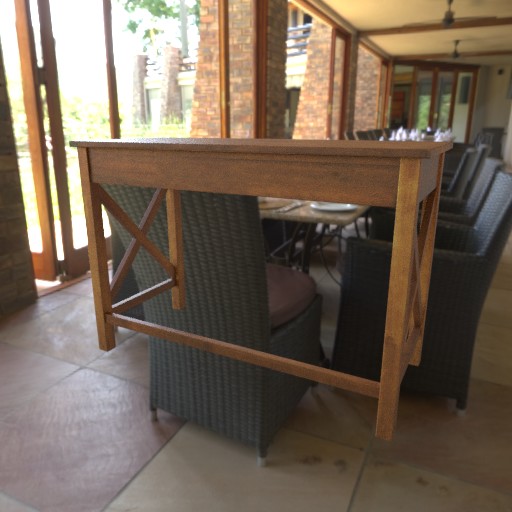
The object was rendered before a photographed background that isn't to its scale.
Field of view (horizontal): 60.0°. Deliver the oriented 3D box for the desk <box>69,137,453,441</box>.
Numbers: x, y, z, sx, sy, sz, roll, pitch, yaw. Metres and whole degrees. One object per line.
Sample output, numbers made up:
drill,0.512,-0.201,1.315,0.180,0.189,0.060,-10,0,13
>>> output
desk,0.000,0.000,1.520,1.117,0.762,0.508,9,19,27
